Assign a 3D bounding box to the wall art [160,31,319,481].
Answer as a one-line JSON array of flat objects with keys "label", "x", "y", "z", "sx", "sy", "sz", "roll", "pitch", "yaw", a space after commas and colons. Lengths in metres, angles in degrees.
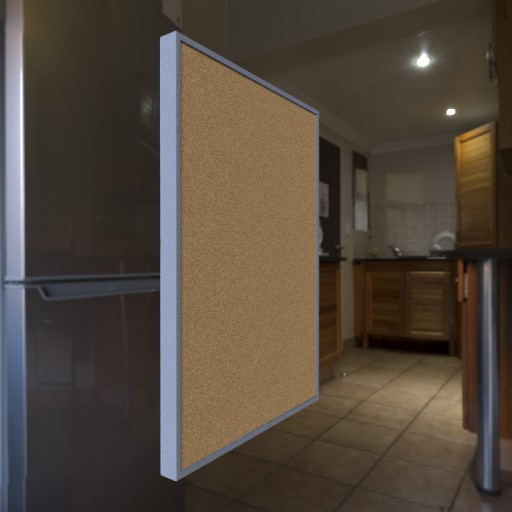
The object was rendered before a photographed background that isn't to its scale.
[{"label": "wall art", "x": 0.000, "y": 0.000, "z": 0.959, "sx": 0.039, "sy": 0.753, "sz": 0.511, "roll": 0, "pitch": 0, "yaw": 36}]
